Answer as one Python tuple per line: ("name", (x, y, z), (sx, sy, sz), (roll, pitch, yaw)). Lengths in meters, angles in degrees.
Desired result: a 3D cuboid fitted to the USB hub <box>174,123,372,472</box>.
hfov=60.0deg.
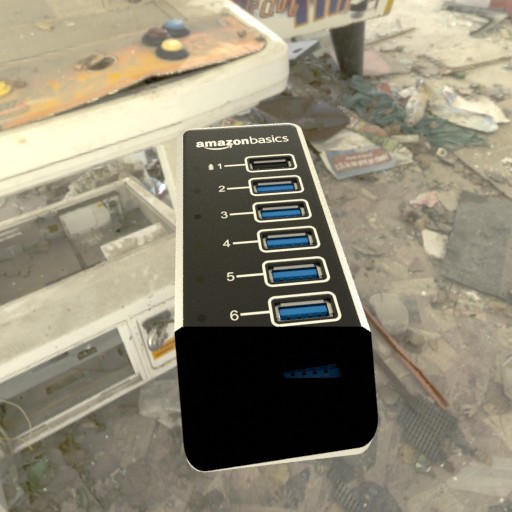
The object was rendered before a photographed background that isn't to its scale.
("USB hub", (0.000, 0.000, 0.131), (0.044, 0.023, 0.110), (-5, 47, -4))
